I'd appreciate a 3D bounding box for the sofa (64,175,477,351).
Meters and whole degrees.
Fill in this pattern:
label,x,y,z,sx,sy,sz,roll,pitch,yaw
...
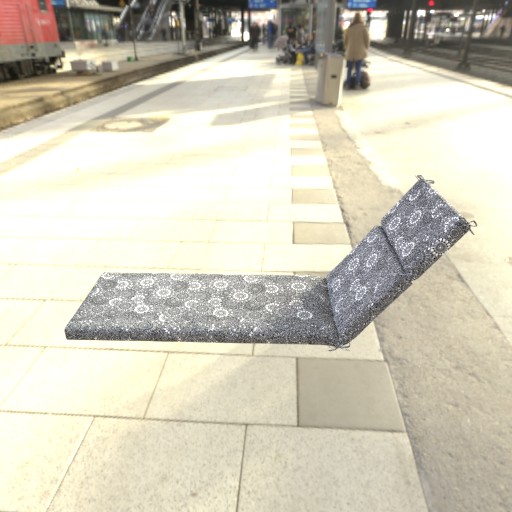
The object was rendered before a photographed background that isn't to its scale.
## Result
label,x,y,z,sx,sy,sz,roll,pitch,yaw
sofa,0.000,0.000,2.008,1.663,0.622,0.582,1,27,2
